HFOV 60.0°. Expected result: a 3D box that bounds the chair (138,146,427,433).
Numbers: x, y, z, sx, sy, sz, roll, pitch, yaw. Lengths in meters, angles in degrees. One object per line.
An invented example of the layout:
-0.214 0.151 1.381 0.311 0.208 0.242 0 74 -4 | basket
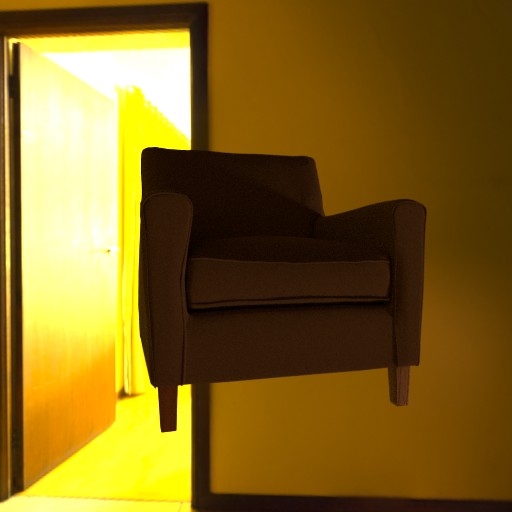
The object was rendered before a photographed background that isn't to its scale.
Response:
0.000 0.000 1.610 0.836 0.911 0.831 0 1 -16 | chair
